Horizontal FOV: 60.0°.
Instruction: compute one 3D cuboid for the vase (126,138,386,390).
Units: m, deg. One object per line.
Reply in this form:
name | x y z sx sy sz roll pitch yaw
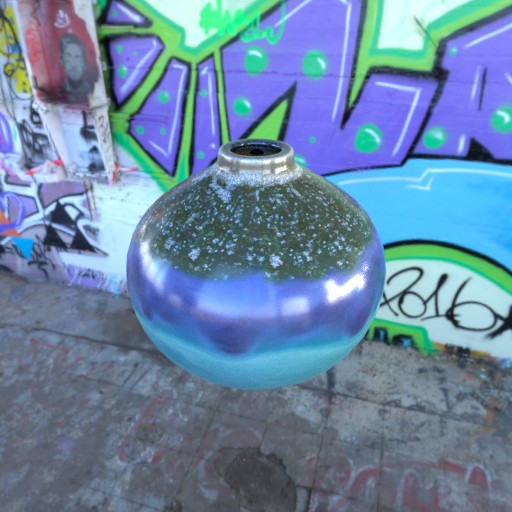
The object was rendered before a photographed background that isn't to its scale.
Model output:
vase | 0.000 0.000 0.269 0.154 0.133 0.154 0 30 0
